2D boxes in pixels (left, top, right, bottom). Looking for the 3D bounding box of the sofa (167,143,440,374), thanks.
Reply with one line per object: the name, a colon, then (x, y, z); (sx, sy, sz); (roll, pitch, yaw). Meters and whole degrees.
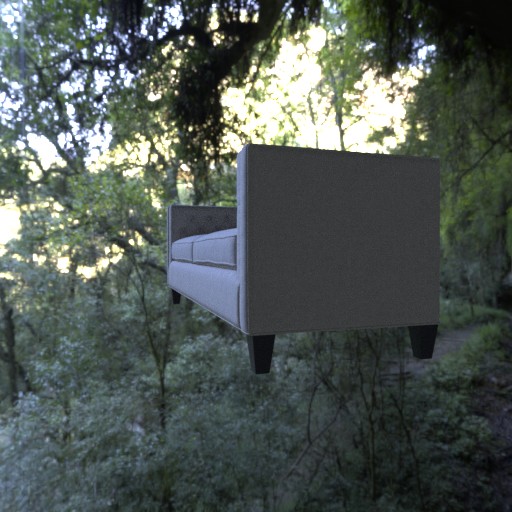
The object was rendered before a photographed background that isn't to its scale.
sofa: (0.000, 0.000, 2.571); (0.775, 0.762, 2.159); (0, 1, -18)
